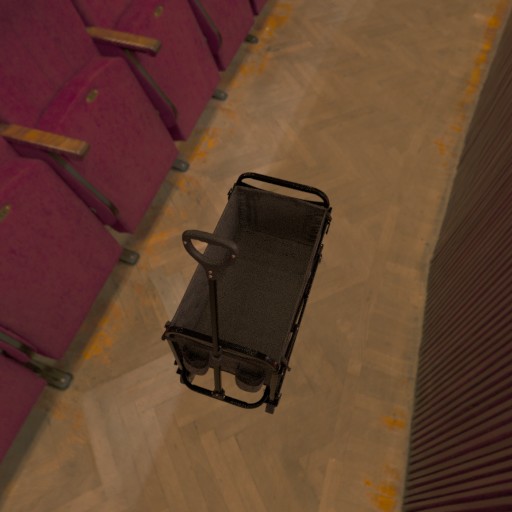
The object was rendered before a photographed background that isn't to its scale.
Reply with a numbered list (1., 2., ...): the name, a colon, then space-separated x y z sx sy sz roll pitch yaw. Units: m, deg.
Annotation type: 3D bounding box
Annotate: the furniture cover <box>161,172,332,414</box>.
1. furniture cover: 0.000 0.000 1.846 0.532 1.295 1.038 16 59 10
